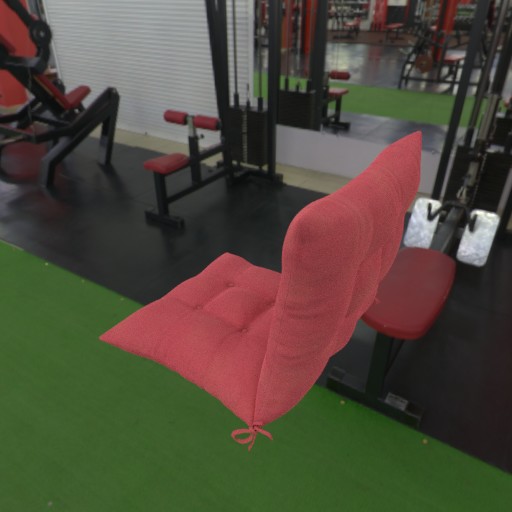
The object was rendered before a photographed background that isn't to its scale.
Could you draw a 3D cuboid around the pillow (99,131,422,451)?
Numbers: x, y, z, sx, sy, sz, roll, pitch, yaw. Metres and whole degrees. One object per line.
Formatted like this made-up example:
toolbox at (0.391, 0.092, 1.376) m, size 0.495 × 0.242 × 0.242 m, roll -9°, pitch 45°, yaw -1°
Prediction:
pillow at (0.000, 0.000, 1.002) m, size 0.585 × 0.536 × 0.541 m, roll 20°, pitch 37°, yaw 29°
